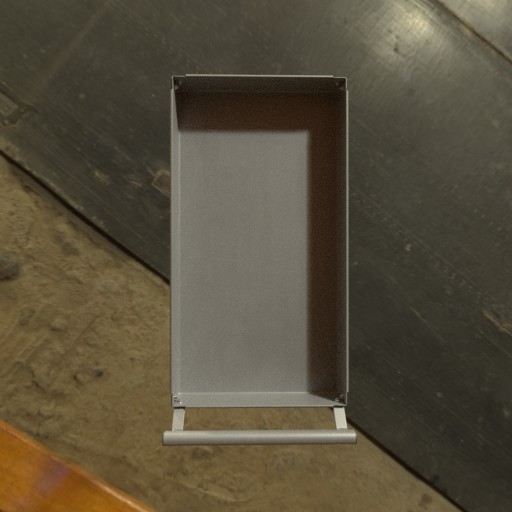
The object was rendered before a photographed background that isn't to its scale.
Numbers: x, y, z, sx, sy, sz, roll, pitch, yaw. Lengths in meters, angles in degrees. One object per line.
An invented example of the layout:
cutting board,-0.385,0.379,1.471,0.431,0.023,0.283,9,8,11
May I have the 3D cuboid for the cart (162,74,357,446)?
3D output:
cart,0.000,0.000,1.220,0.366,0.780,0.719,0,90,-1
